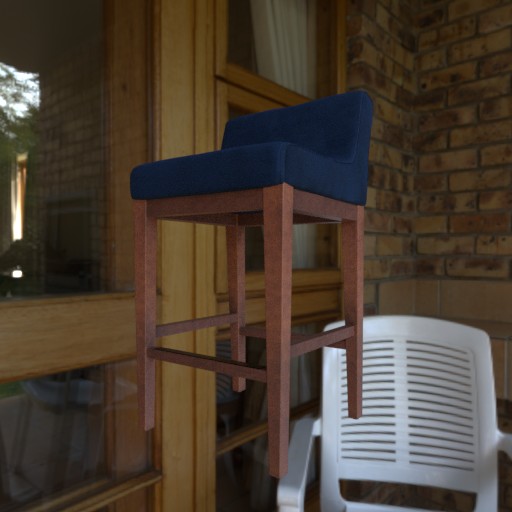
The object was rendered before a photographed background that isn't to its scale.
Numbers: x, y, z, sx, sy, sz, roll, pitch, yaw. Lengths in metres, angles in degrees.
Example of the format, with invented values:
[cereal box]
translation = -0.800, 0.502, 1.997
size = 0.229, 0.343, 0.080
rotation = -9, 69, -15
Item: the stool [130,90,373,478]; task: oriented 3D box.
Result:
[stool]
translation = 0.000, 0.000, 1.255
size = 0.511, 0.945, 0.516
rotation = 0, 1, 36
